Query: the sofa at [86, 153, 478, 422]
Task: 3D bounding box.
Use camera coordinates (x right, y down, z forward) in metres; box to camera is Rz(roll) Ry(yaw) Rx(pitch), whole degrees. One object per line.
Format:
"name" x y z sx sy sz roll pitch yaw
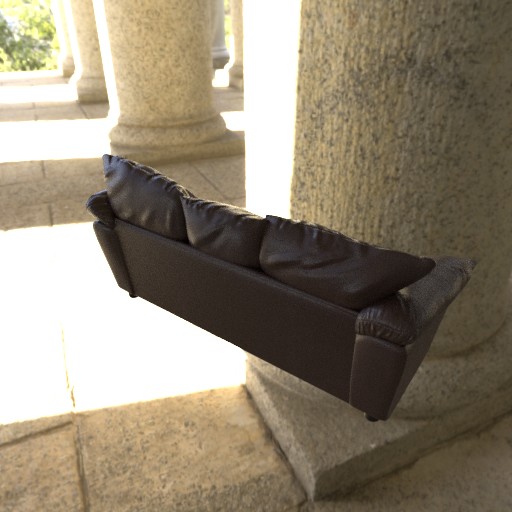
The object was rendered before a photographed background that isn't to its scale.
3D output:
"sofa" 0.000 0.000 2.824 2.390 1.091 0.907 20 35 31
